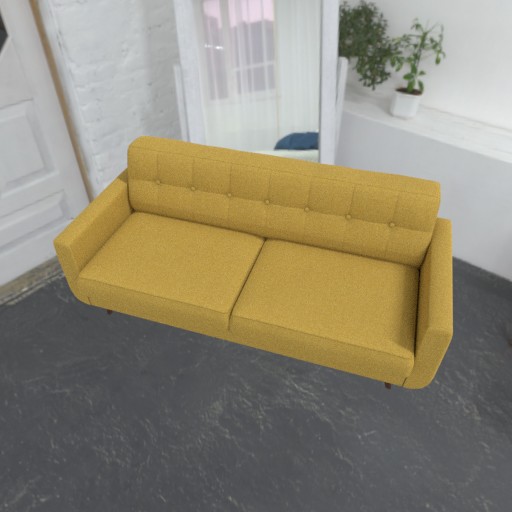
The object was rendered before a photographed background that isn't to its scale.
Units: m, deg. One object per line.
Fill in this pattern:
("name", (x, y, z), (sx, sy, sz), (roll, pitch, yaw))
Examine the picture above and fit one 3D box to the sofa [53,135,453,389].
("sofa", (0.000, 0.000, 2.504), (2.029, 0.841, 0.909), (12, 43, 13))
